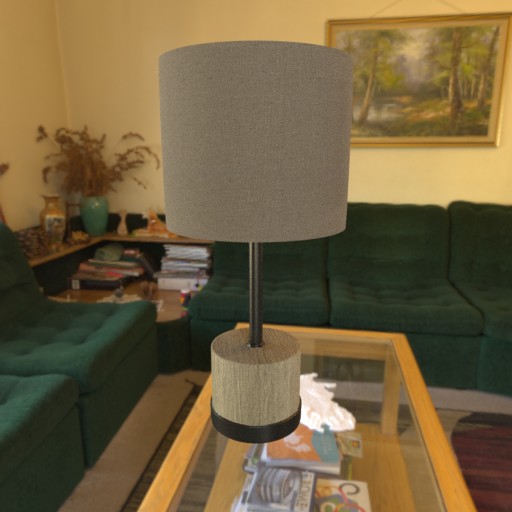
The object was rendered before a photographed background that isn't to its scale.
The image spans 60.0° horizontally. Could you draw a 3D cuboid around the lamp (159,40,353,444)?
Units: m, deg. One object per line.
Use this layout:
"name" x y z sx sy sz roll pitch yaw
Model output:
"lamp" 0.000 0.000 0.581 0.229 0.470 0.229 -2 14 -8
